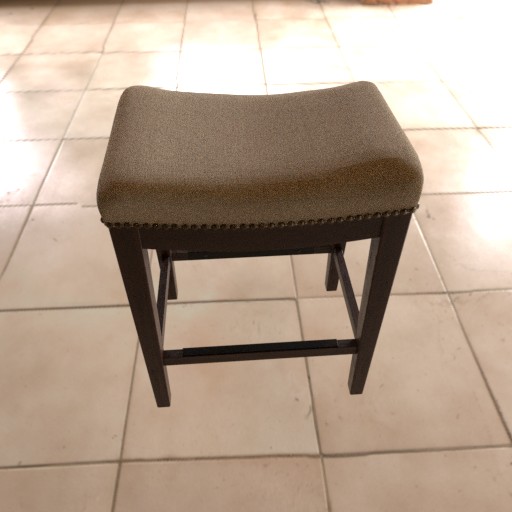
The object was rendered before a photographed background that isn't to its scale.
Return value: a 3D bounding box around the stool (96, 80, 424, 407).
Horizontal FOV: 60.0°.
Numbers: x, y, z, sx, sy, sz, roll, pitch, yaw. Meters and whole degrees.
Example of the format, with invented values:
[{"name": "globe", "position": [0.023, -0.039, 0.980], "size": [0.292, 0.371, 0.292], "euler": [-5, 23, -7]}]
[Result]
[{"name": "stool", "position": [0.000, 0.000, 0.979], "size": [0.509, 0.669, 0.363], "euler": [-3, 47, -3]}]
